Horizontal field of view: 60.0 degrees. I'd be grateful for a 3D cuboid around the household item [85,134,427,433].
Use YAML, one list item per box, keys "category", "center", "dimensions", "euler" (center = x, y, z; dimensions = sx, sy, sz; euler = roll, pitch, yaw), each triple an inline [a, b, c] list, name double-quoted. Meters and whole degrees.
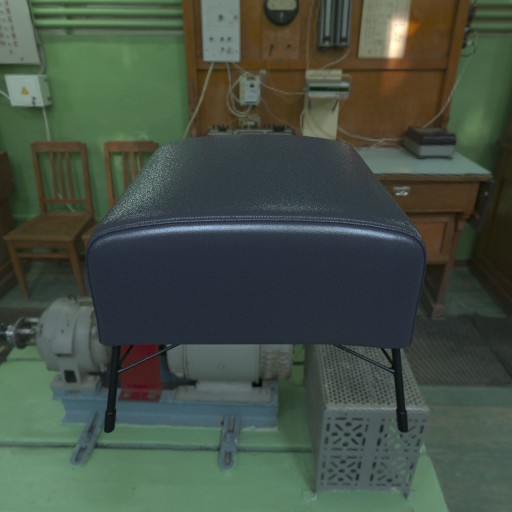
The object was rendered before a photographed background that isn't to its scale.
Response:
- category: "household item"
  center: [0.000, 0.000, 0.902]
  dimensions: [0.530, 0.410, 0.530]
  euler: [0, 28, 0]
